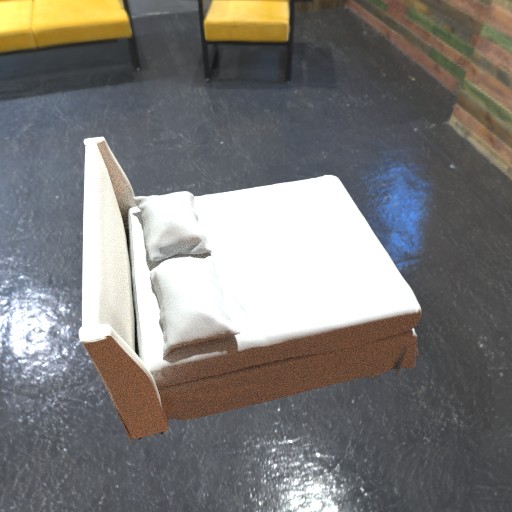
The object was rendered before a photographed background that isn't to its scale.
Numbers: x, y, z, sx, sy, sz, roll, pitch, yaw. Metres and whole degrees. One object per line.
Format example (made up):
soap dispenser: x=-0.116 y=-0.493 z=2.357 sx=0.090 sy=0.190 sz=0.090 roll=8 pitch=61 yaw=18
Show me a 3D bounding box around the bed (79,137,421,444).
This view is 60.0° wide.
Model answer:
bed: x=0.000 y=0.000 z=3.440 sx=2.276 sy=1.332 sz=1.925 roll=-10 pitch=47 yaw=-10
